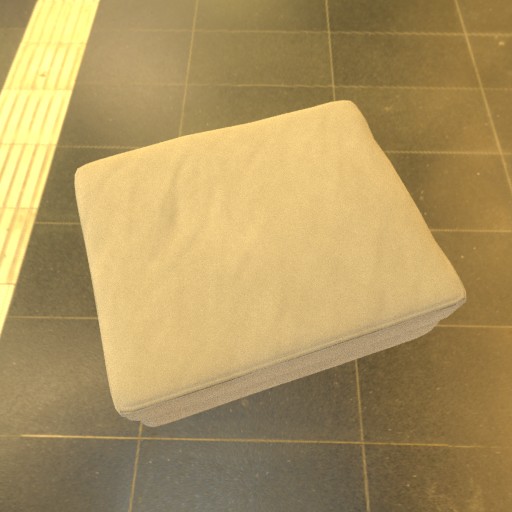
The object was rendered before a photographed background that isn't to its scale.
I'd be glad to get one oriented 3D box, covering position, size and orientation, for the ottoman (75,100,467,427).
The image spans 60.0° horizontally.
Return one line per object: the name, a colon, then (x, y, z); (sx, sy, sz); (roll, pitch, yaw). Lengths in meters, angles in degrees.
ottoman: (0.000, 0.000, 1.501); (1.002, 0.492, 0.836); (-16, 64, -8)
